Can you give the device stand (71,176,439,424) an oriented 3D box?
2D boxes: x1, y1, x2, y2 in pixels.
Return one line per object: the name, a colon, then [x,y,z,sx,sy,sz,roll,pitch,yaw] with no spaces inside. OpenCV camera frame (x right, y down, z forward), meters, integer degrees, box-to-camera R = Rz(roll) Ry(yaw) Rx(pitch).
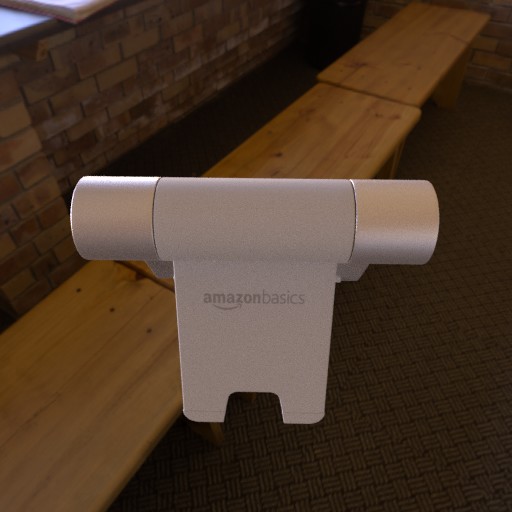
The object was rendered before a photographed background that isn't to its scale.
device stand: [0.000,0.000,0.149,0.086,0.084,0.079,1,46,1]
